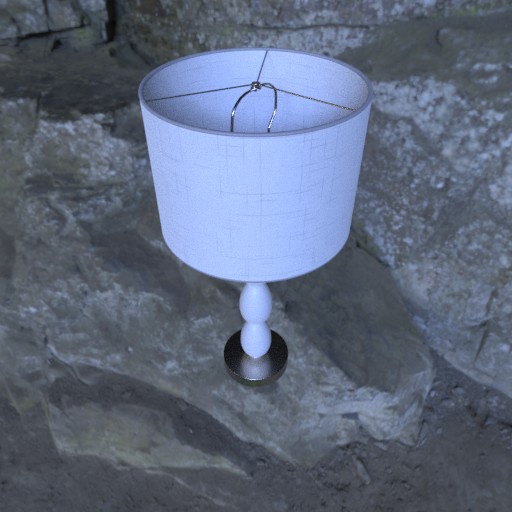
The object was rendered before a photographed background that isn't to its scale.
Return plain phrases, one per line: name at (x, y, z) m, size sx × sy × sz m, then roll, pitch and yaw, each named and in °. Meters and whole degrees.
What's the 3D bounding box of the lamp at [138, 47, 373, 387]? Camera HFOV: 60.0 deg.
lamp at (0.000, 0.000, 0.720) m, size 0.280 × 0.559 × 0.282 m, roll 26°, pitch 47°, yaw 27°
